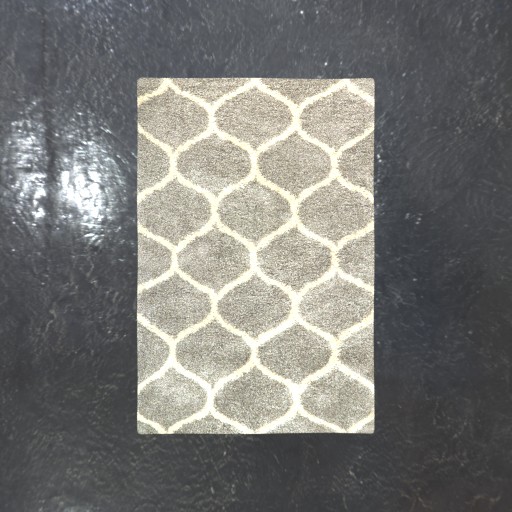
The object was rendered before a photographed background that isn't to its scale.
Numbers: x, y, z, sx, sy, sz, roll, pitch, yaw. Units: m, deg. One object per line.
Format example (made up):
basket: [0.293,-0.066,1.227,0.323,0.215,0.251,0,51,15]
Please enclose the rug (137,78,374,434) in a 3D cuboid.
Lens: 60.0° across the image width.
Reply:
rug: [0.000,0.000,3.369,1.801,0.026,2.701,0,90,0]
